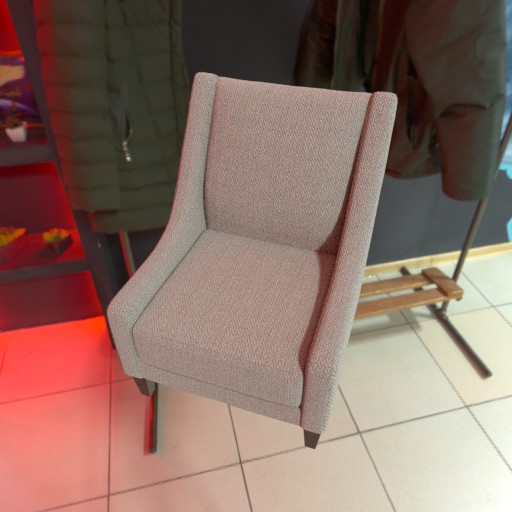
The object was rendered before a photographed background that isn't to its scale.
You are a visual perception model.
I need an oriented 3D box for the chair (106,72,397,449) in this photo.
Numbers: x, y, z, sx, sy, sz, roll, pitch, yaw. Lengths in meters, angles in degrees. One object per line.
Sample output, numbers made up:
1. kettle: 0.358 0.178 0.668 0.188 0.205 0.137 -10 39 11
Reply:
1. chair: 0.000 0.000 1.623 0.774 1.014 0.870 12 40 15
